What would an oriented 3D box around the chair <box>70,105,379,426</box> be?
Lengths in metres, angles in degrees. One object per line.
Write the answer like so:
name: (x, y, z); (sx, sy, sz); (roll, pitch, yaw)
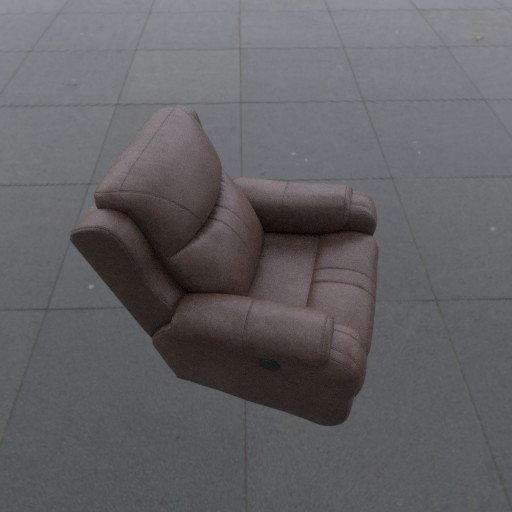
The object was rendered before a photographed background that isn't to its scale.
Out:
chair: (0.000, 0.000, 1.837); (1.067, 0.990, 0.940); (10, 49, 9)
